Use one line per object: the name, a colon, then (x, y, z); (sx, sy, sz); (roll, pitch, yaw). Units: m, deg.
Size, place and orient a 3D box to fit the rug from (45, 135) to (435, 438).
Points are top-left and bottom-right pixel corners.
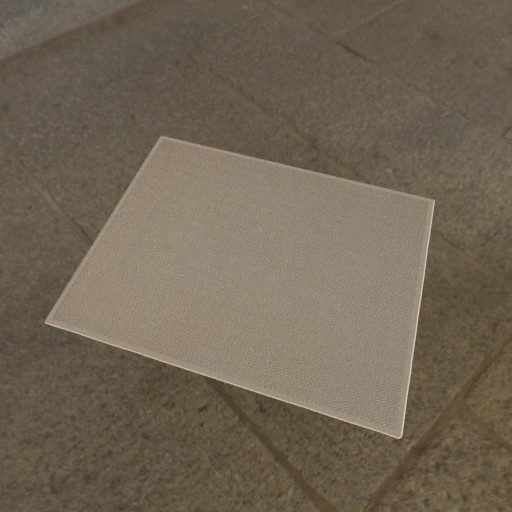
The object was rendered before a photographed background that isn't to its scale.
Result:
rug: (0.000, 0.000, 4.155); (3.051, 0.020, 2.407); (15, 59, 9)
